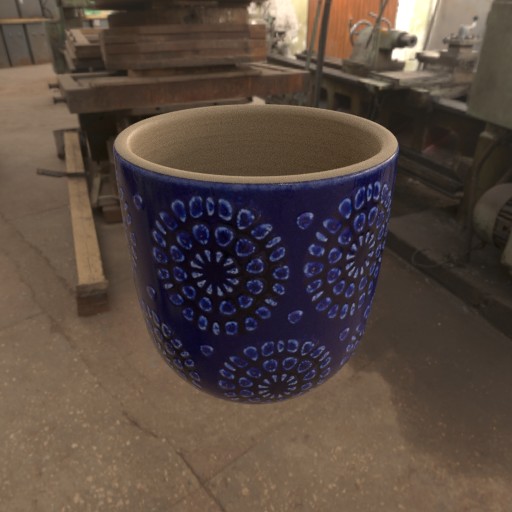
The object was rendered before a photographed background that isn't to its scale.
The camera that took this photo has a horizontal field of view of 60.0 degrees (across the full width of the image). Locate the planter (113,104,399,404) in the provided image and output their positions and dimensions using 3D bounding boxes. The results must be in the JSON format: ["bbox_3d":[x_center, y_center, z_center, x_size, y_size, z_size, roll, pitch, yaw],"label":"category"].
[{"bbox_3d":[0.000,0.000,0.201,0.109,0.112,0.109,0,30,0],"label":"planter"}]
